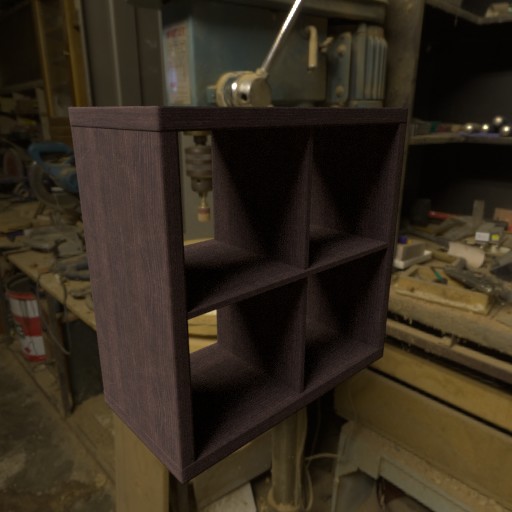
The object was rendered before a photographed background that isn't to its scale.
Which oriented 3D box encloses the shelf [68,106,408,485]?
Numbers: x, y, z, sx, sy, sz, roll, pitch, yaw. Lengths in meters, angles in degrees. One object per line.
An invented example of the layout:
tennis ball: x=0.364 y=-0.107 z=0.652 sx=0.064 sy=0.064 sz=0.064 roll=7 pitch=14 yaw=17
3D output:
shelf: x=0.000 y=0.000 z=1.237 sx=0.790 sy=0.786 sz=0.390 roll=-16 pitch=24 yaw=-40
